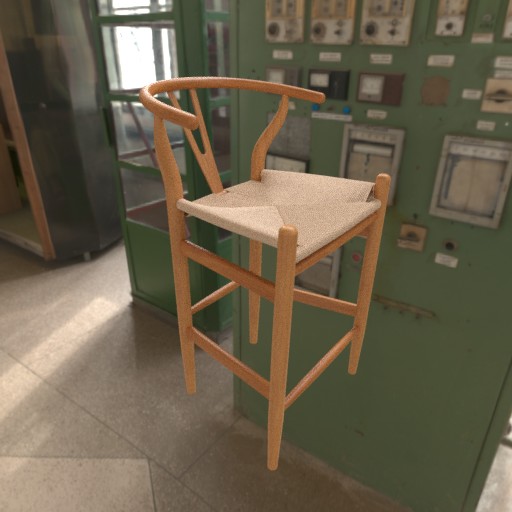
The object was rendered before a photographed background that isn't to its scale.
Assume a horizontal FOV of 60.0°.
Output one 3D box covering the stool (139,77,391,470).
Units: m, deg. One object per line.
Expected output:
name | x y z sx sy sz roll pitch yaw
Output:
stool | 0.000 0.000 1.331 0.579 0.970 0.569 19 32 33
